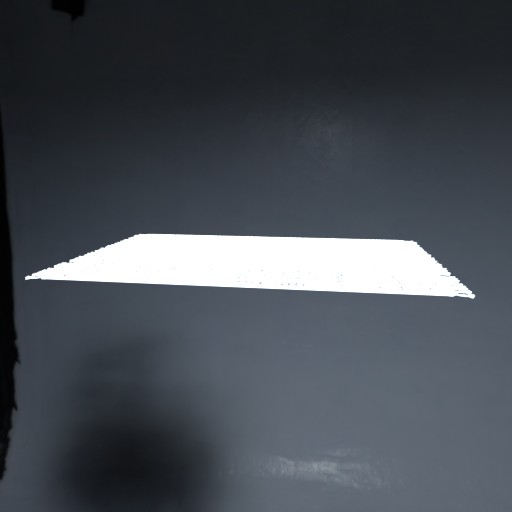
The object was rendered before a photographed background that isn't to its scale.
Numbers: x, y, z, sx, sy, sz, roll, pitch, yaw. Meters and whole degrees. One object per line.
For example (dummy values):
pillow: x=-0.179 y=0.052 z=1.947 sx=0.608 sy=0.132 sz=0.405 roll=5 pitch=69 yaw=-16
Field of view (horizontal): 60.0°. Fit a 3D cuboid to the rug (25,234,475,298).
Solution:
rug: x=0.000 y=0.000 z=2.378 sx=1.872 sy=0.013 sz=1.243 roll=2 pitch=12 yaw=9
